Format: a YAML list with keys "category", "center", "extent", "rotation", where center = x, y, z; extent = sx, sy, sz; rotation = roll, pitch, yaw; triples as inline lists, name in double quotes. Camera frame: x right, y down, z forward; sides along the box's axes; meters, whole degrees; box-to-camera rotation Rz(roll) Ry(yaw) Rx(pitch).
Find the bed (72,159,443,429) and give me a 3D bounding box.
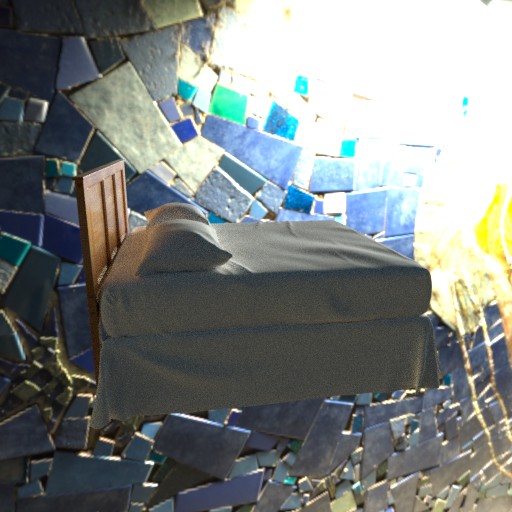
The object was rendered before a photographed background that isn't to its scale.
- category: "bed"
  center: [0.000, 0.000, 3.140]
  extent: [2.035, 1.273, 1.870]
  rotation: [-2, 15, -9]
